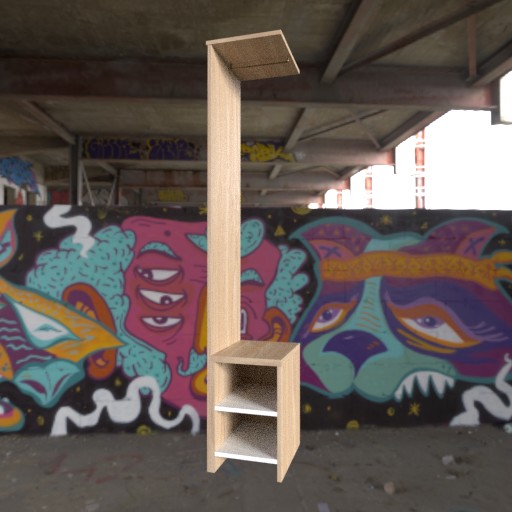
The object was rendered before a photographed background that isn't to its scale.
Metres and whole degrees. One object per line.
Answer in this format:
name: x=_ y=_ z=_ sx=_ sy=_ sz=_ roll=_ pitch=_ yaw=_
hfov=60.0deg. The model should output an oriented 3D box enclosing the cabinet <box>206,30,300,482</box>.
cabinet: x=0.000 y=0.000 z=2.076 sx=0.338 sy=1.879 sz=0.411 roll=0 pitch=-1 yaw=16
